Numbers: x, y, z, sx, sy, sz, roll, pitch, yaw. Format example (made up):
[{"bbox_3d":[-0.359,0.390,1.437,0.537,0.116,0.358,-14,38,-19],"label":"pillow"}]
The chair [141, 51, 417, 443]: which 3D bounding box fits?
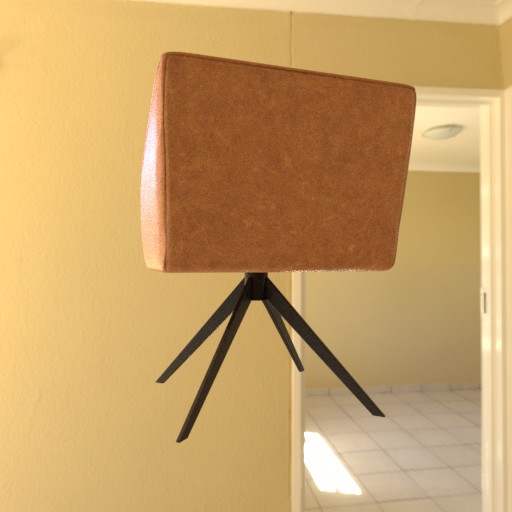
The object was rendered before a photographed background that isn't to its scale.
[{"bbox_3d":[0.000,0.000,1.200,0.588,0.760,0.625,0,-1,-18],"label":"chair"}]
